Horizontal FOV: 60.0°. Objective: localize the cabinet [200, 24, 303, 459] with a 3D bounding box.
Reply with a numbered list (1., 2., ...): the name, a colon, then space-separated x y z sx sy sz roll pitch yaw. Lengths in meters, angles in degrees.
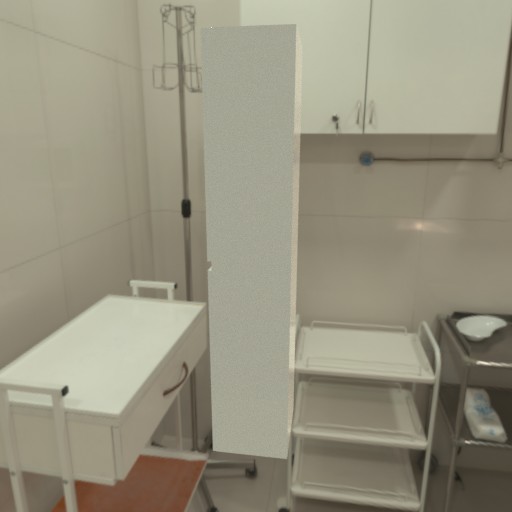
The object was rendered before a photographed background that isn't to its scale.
1. cabinet: 0.000 0.000 1.553 0.270 1.400 0.300 2 15 9
